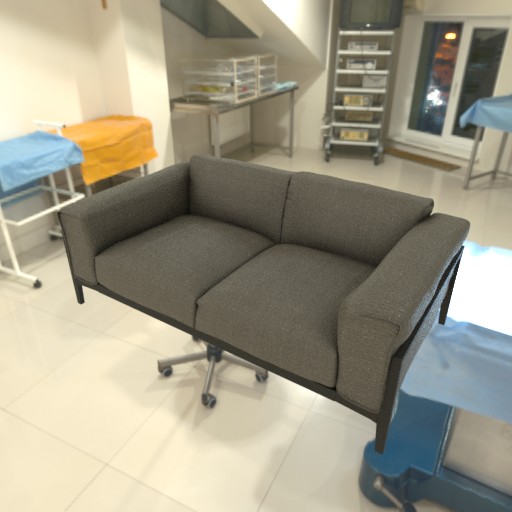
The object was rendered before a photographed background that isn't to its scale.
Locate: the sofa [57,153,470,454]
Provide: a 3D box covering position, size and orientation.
[{"bbox_3d":[0.000,0.000,2.136,1.690,0.656,0.960,18,33,29],"label":"sofa"}]
